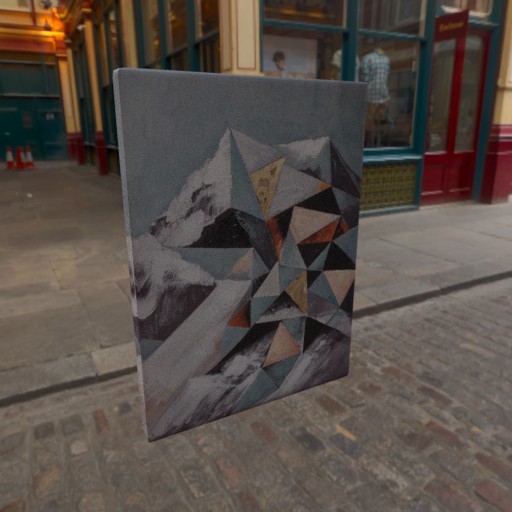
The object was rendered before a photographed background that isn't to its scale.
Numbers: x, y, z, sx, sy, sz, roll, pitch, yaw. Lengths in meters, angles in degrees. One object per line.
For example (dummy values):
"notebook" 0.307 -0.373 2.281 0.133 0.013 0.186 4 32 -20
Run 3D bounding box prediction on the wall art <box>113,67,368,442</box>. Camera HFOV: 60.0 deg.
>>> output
"wall art" 0.000 0.000 0.815 0.455 0.613 0.037 -9 19 -28
